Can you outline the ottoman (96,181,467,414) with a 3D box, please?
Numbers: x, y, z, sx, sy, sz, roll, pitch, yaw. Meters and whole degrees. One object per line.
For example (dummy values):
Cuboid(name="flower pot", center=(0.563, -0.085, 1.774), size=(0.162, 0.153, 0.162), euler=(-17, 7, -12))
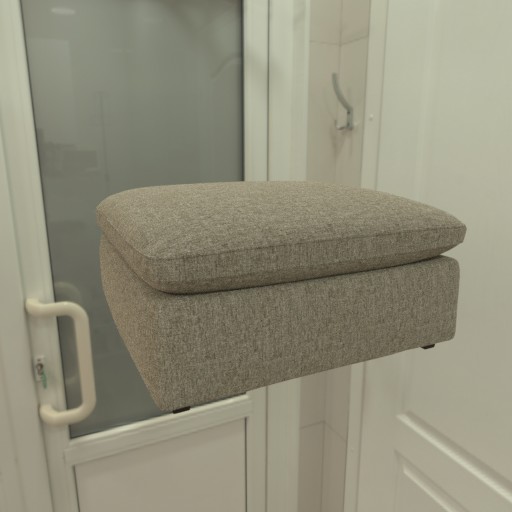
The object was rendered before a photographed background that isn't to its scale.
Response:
Cuboid(name="ottoman", center=(0.000, 0.000, 1.636), size=(1.035, 0.526, 1.039), euler=(-7, 15, -25))
